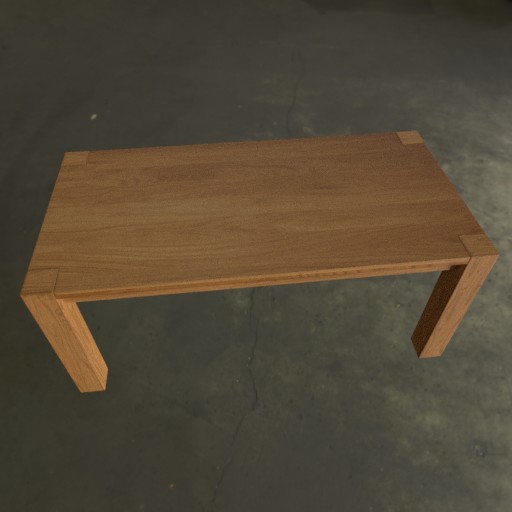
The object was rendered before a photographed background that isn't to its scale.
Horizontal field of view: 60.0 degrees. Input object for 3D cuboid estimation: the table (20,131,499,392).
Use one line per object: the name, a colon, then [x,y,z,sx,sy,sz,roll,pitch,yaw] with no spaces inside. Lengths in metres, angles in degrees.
table: [0.000,0.000,2.231,1.800,0.760,0.900,-5,47,-4]
